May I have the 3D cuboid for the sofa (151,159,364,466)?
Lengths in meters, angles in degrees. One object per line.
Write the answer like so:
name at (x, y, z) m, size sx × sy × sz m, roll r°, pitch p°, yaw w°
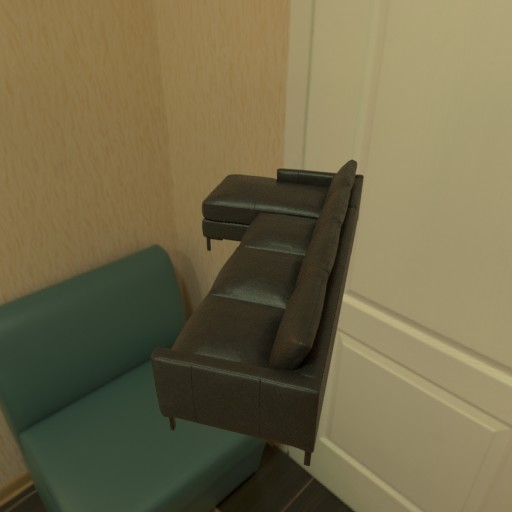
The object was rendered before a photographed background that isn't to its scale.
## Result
sofa at (0.000, 0.000, 3.602) m, size 1.471 × 0.859 × 2.993 m, roll 8°, pitch 32°, yaw 13°
